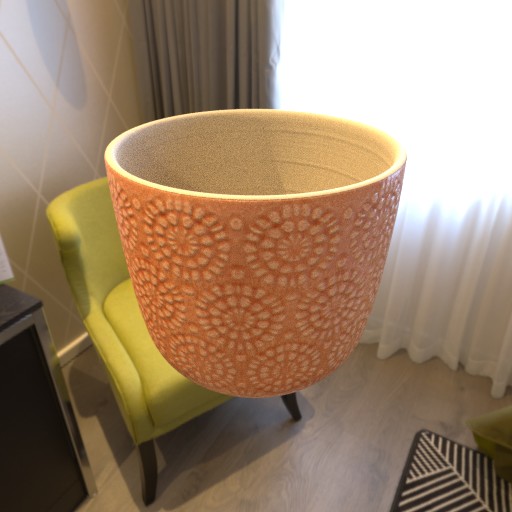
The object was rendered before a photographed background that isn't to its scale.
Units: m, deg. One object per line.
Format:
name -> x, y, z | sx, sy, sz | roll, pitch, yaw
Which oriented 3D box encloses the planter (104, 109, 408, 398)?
planter -> 0.000, 0.000, 0.363 | 0.208, 0.190, 0.208 | 0, 31, 0
